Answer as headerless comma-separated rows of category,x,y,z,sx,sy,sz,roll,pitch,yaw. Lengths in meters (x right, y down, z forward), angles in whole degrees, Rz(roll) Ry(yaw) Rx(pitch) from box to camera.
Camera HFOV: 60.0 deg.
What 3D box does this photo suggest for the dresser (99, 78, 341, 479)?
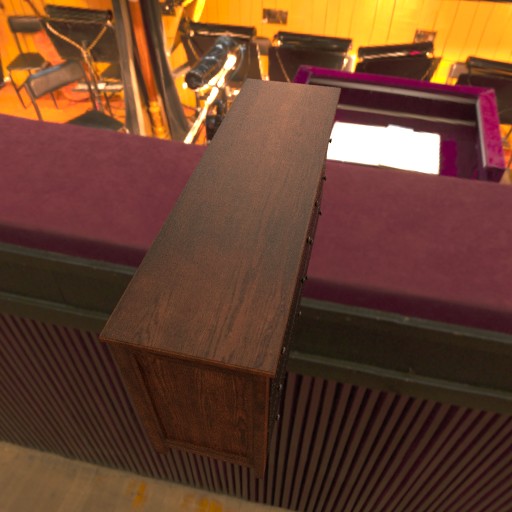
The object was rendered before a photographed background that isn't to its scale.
dresser,0.000,0.000,1.929,0.463,0.856,1.551,10,47,9
